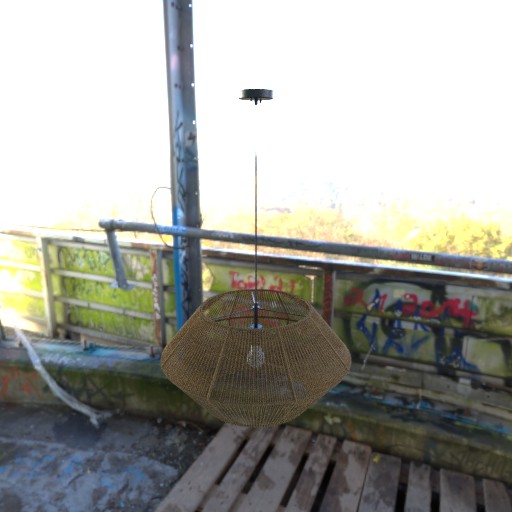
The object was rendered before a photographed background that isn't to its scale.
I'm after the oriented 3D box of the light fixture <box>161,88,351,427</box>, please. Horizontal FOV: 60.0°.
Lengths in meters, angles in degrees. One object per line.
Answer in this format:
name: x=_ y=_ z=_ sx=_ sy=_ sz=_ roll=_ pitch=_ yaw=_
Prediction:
light fixture: x=0.000 y=0.000 z=1.434 sx=0.643 sy=1.009 sz=0.643 roll=0 pitch=14 yaw=0
